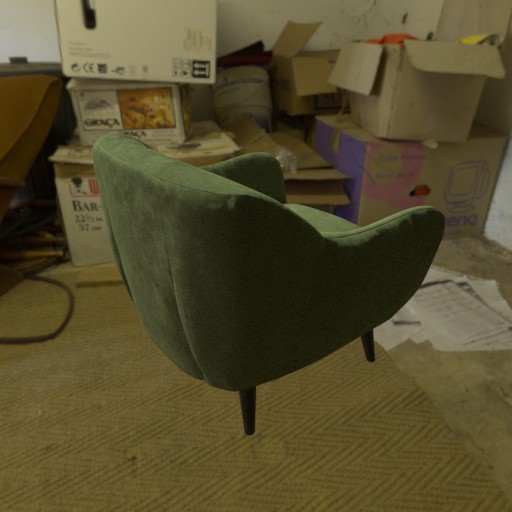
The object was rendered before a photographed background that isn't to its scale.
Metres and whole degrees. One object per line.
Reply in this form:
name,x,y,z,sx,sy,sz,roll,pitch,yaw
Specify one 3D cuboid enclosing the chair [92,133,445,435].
chair,0.000,0.000,1.449,0.819,0.804,0.840,-19,33,-32
